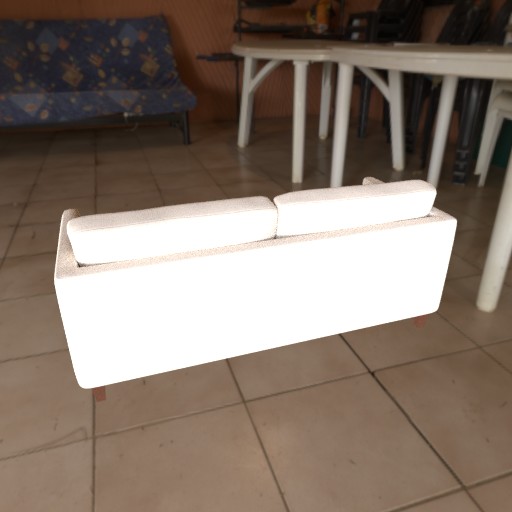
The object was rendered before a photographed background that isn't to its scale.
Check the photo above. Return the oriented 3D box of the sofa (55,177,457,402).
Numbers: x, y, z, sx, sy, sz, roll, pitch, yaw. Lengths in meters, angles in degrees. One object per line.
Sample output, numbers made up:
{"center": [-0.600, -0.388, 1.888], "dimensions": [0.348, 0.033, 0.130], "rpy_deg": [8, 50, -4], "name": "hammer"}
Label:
{"center": [0.000, 0.000, 2.679], "dimensions": [2.139, 0.933, 0.924], "rpy_deg": [-9, 28, -17], "name": "sofa"}
